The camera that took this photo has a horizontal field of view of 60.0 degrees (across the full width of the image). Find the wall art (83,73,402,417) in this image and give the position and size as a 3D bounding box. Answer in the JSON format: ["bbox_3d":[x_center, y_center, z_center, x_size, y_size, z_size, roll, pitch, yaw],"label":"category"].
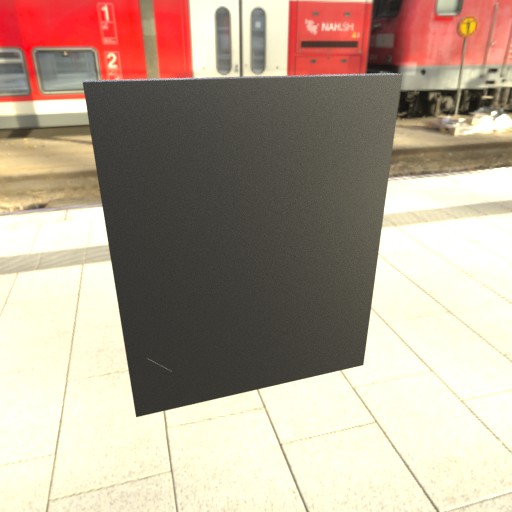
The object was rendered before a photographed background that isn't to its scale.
[{"bbox_3d":[0.000,0.000,0.742,0.457,0.557,0.028,-8,27,-16],"label":"wall art"}]
